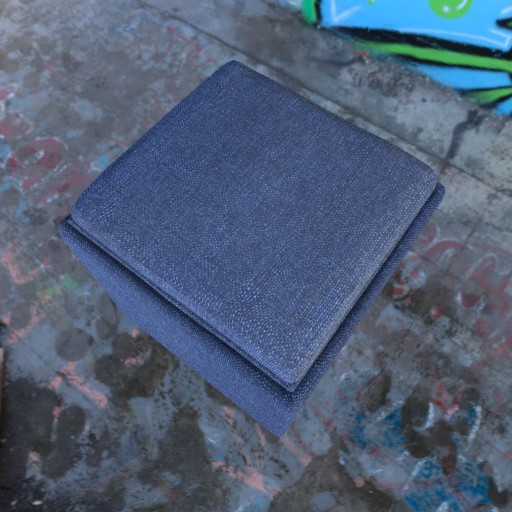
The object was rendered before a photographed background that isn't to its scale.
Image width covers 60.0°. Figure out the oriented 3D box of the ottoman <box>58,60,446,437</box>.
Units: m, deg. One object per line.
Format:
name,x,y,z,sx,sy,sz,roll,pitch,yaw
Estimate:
ottoman,0.000,0.000,0.848,0.454,0.493,0.436,34,68,16
